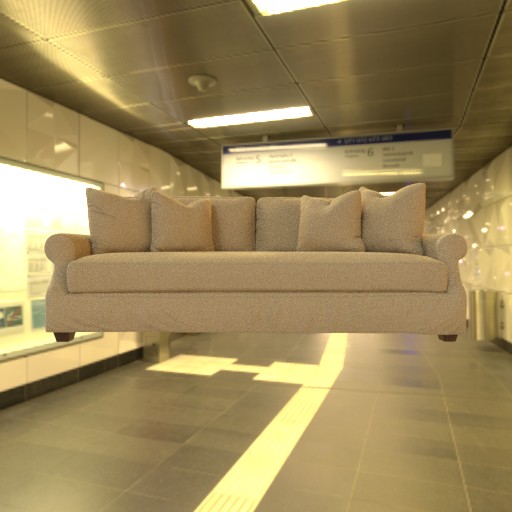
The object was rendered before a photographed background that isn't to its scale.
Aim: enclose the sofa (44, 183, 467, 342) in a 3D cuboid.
[{"bbox_3d":[0.000,0.000,2.770,2.285,0.904,1.067,0,-1,0],"label":"sofa"}]
